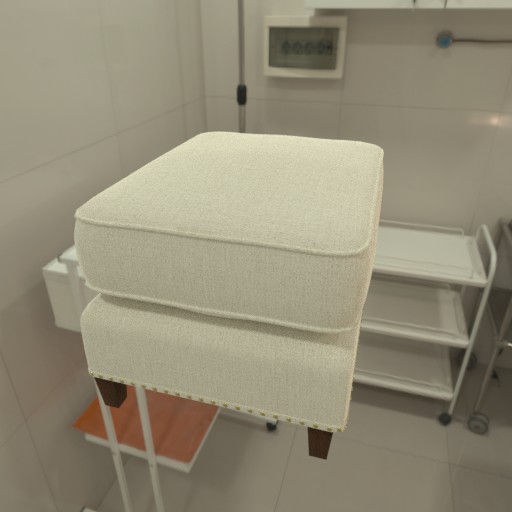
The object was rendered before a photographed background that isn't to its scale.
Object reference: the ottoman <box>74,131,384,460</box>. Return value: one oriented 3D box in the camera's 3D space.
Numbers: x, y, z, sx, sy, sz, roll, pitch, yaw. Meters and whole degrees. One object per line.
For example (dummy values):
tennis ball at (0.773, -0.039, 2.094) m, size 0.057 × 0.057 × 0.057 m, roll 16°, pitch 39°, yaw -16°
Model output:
ottoman at (0.000, 0.000, 1.155) m, size 0.589 × 0.537 × 0.738 m, roll 8°, pitch 30°, yaw 14°
